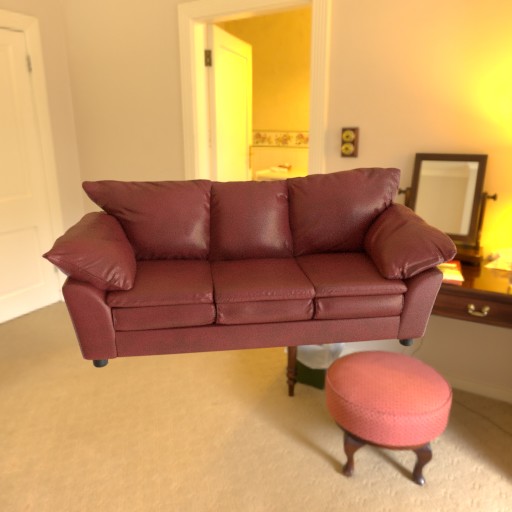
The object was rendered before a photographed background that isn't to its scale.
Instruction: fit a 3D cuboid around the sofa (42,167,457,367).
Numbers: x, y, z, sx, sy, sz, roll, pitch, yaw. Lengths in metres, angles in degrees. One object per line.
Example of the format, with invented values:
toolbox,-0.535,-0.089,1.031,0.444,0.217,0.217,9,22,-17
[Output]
sofa,0.000,0.000,2.937,2.390,1.091,0.907,-2,16,-8
